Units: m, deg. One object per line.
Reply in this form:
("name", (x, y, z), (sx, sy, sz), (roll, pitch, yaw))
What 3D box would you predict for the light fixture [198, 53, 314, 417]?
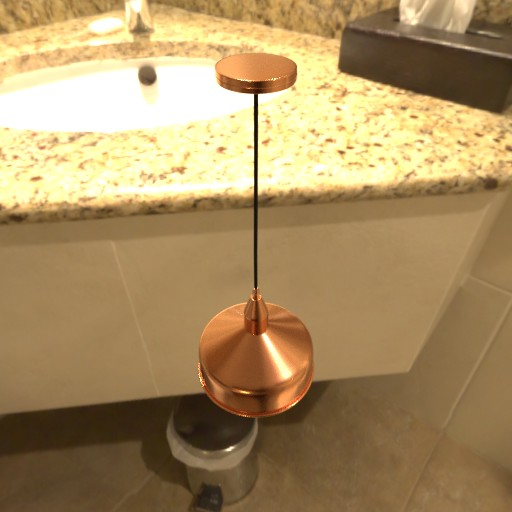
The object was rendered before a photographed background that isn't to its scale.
("light fixture", (0.000, 0.000, 0.908), (0.301, 0.754, 0.301), (1, 41, 1))
